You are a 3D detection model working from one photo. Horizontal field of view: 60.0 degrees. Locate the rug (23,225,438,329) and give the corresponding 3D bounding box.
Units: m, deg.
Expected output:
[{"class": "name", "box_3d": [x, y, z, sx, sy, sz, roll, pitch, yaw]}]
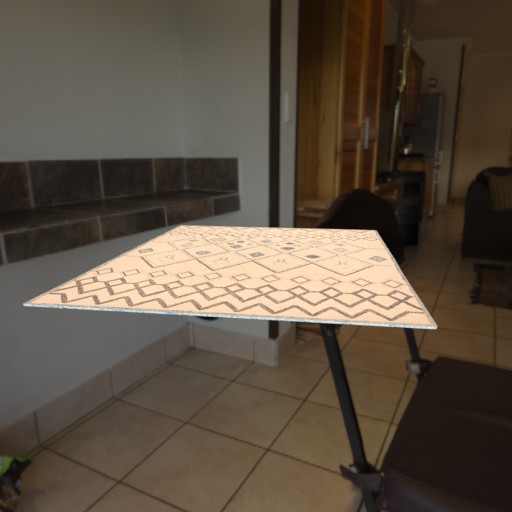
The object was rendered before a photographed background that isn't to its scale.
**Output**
[{"class": "rug", "box_3d": [0.000, 0.000, 4.014, 2.441, 0.013, 3.056, 2, 13, 9]}]
